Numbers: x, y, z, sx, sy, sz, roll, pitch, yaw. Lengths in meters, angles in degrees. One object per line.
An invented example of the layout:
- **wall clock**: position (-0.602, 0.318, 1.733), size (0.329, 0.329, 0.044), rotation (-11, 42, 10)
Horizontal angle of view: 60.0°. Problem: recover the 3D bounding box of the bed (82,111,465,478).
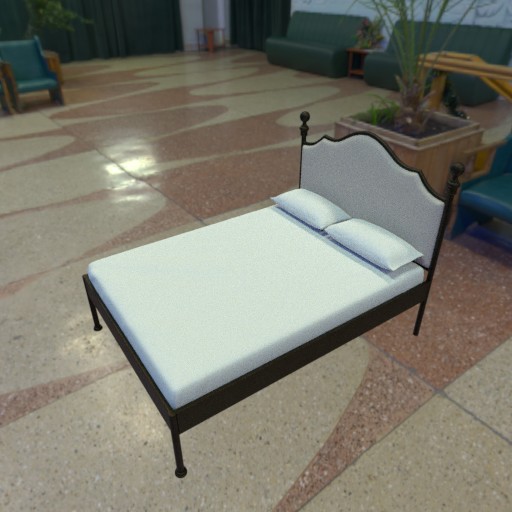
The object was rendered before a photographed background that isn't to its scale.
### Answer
- **bed**: position (0.000, 0.000, 3.302), size (2.224, 1.499, 1.642), rotation (-20, 38, -29)
